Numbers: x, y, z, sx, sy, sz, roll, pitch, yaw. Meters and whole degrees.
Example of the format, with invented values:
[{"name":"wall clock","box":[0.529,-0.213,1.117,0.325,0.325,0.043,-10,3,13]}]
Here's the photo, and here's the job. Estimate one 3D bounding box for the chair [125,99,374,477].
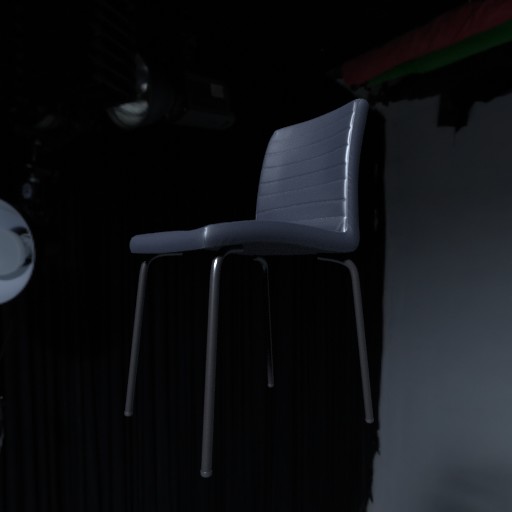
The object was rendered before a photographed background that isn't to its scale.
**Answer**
[{"name":"chair","box":[0.000,0.000,1.210,0.572,0.872,0.450,1,-1,-36]}]
